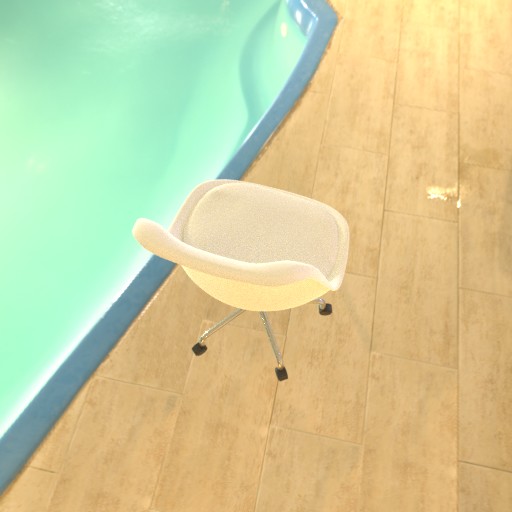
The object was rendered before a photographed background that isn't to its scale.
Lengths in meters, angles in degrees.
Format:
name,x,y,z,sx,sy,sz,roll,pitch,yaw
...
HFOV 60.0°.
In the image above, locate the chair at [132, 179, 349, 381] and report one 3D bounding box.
name,x,y,z,sx,sy,sz,roll,pitch,yaw
chair,0.000,0.000,1.264,0.550,0.930,0.550,16,64,8
